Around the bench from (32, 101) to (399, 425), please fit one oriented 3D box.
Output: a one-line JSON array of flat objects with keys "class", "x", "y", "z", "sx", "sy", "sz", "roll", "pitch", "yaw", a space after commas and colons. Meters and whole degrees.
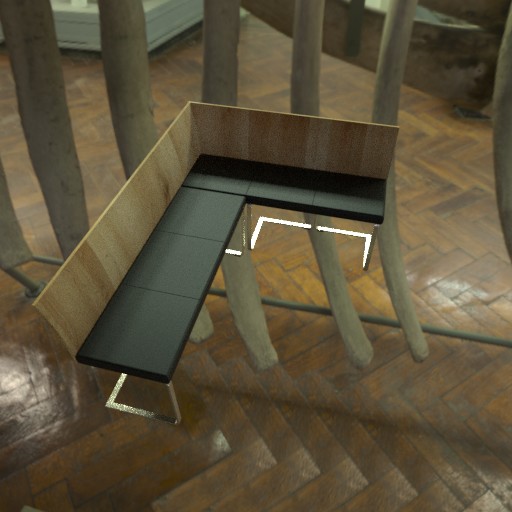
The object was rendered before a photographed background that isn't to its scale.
[{"class": "bench", "x": 0.000, "y": 0.000, "z": 2.761, "sx": 1.495, "sy": 0.930, "sz": 1.945, "roll": 10, "pitch": 46, "yaw": 10}]
